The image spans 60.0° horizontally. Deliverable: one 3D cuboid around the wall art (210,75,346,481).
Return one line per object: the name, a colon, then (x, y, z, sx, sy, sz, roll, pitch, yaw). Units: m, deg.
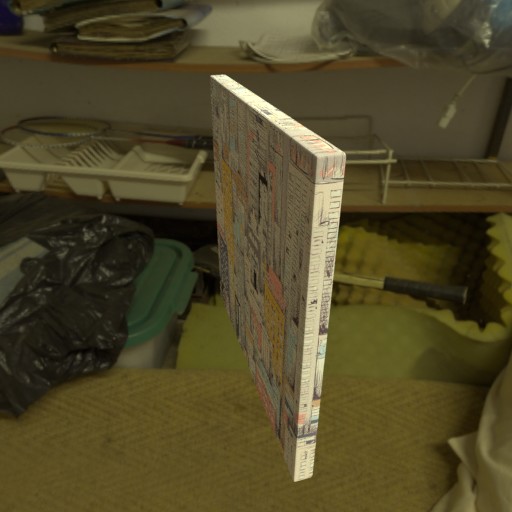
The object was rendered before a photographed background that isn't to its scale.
wall art: (0.000, 0.000, 0.905, 0.038, 0.608, 0.607, -9, 32, -14)
